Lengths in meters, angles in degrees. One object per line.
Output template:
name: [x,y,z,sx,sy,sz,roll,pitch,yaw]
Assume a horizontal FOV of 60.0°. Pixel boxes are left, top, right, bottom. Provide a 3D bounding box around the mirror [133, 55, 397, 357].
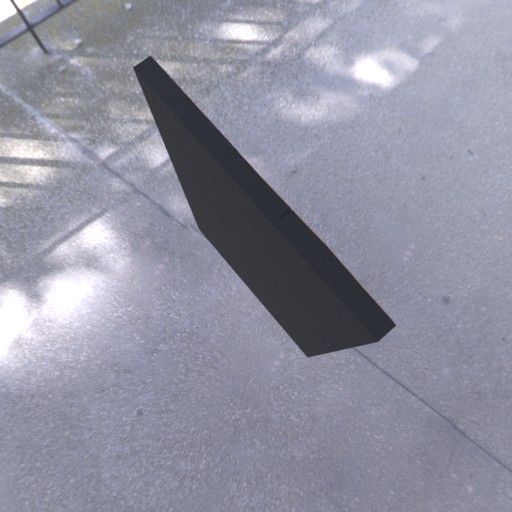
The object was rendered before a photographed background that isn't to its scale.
mirror: [0.000,0.000,1.150,0.044,0.912,0.606,-39,79,-9]
